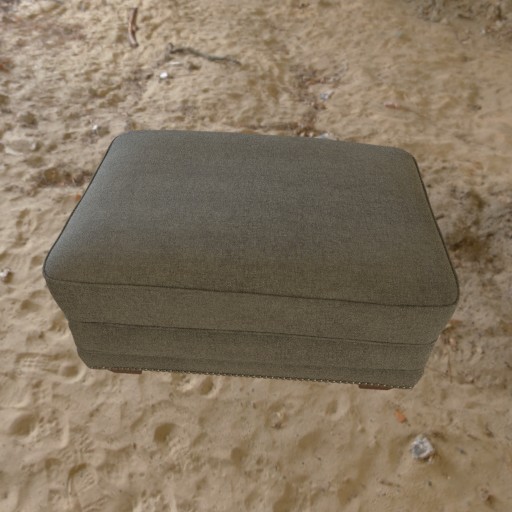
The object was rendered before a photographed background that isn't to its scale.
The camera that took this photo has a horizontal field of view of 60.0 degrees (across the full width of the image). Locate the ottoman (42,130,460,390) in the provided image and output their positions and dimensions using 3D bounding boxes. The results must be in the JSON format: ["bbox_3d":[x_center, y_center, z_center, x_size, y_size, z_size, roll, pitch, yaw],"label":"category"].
[{"bbox_3d":[0.000,0.000,1.124,0.813,0.457,0.561,3,46,3],"label":"ottoman"}]
